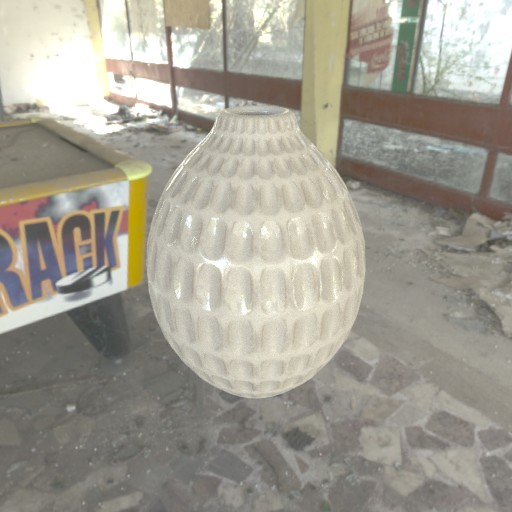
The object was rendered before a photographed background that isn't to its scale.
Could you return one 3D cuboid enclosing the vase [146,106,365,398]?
[{"bbox_3d":[0.000,0.000,0.264,0.128,0.167,0.128,0,27,0],"label":"vase"}]
